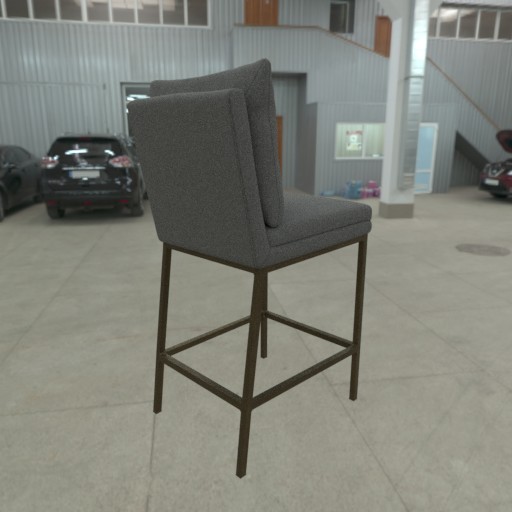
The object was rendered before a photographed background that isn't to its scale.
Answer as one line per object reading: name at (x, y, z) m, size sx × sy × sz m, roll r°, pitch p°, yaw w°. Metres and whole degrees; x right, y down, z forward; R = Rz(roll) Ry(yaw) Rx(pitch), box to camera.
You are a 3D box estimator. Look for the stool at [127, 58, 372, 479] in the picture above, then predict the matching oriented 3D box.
stool at (0.000, 0.000, 1.355) m, size 0.463 × 1.030 × 0.569 m, roll 14°, pitch 21°, yaw 43°
